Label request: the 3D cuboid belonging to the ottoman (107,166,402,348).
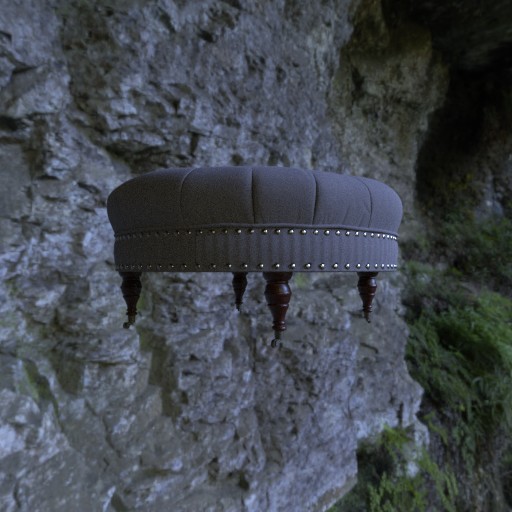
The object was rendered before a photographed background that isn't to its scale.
[{"bbox_3d":[0.000,0.000,1.396,0.901,0.439,0.901,0,-2,0],"label":"ottoman"}]
